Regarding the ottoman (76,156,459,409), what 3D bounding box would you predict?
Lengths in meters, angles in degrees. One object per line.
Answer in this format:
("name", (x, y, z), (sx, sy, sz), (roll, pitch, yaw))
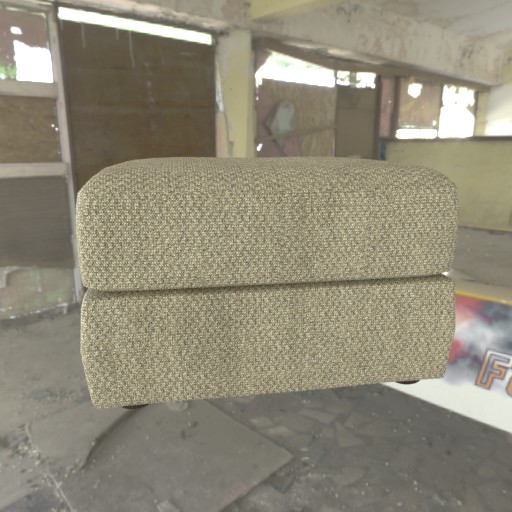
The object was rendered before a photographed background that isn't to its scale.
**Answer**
("ottoman", (0.000, 0.000, 1.100), (0.751, 0.476, 0.603), (-2, 14, -9))
